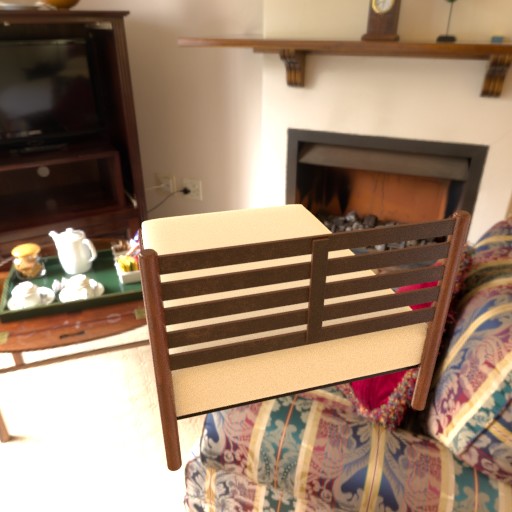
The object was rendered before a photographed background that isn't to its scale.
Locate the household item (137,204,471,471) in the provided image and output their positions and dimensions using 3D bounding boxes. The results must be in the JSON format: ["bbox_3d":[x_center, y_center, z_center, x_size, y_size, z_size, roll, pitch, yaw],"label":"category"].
[{"bbox_3d":[0.000,0.000,3.300,1.663,1.356,2.232,-8,29,-14],"label":"household item"}]
